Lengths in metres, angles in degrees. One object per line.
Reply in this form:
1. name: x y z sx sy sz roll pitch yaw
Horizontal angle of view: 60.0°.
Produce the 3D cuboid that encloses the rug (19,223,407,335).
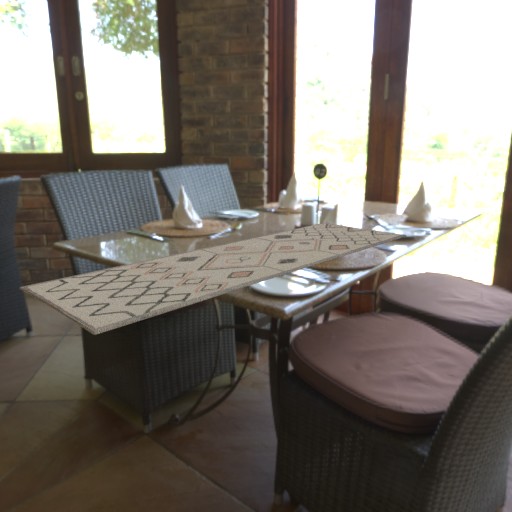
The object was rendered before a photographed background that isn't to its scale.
1. rug: 0.000 0.000 2.682 0.750 0.011 2.435 13 19 42
